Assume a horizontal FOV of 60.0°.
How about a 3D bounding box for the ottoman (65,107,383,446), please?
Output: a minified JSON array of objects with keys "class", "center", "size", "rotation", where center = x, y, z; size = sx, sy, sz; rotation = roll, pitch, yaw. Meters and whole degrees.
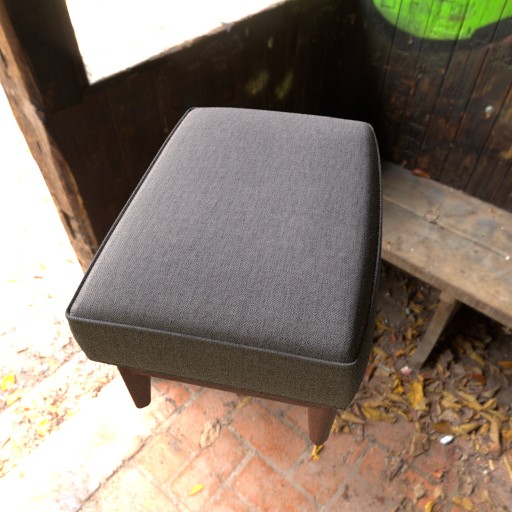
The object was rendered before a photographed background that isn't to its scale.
[{"class":"ottoman","center":[0.000,0.000,1.093],"size":[0.555,0.458,0.750],"rotation":[9,48,8]}]
